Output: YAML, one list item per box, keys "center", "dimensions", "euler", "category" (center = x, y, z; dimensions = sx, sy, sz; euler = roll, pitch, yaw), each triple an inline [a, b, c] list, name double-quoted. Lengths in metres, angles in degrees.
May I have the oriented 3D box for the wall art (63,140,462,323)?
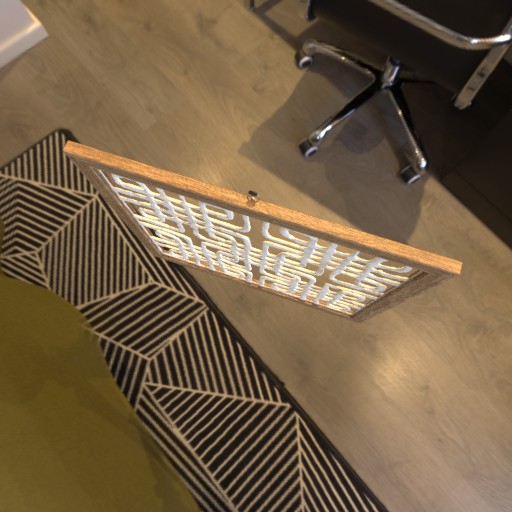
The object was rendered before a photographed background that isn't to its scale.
- center: [0.000, 0.000, 0.857]
  dimensions: [0.561, 0.582, 0.021]
  euler: [18, 76, 5]
  category: "wall art"
